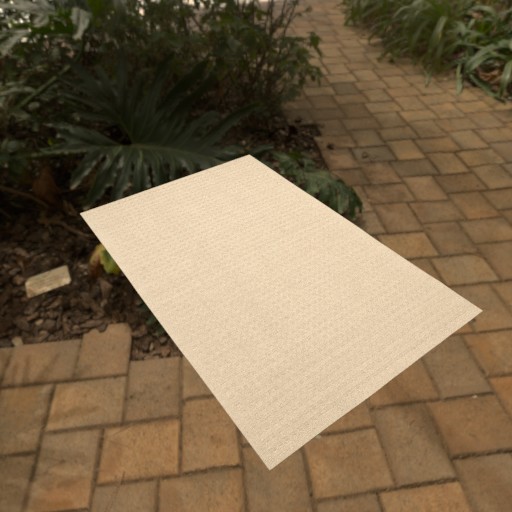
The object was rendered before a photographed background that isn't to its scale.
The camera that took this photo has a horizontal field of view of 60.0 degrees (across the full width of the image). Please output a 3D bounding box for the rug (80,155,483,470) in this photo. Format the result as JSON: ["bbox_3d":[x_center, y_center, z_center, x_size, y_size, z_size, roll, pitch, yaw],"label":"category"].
[{"bbox_3d":[0.000,0.000,2.874,1.523,0.006,2.289,-25,47,-27],"label":"rug"}]
